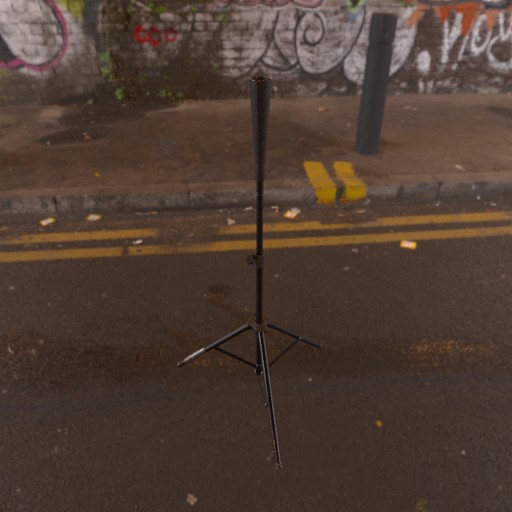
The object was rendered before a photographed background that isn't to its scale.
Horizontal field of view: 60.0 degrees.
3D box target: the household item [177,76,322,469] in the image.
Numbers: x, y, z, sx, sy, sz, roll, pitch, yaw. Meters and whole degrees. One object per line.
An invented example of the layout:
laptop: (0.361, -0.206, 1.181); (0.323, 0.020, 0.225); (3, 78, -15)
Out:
household item: (0.000, 0.000, 1.386); (0.559, 1.067, 0.559); (20, 37, 29)
